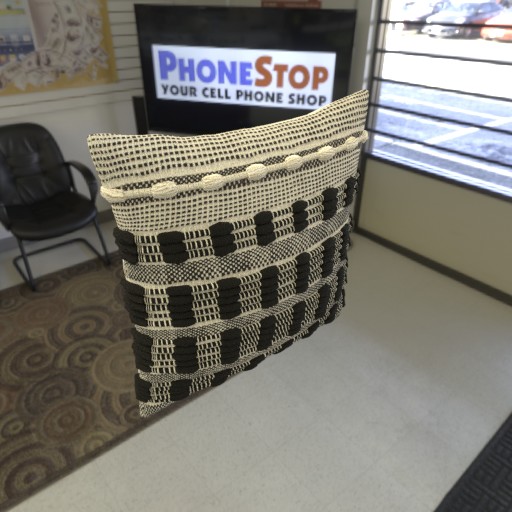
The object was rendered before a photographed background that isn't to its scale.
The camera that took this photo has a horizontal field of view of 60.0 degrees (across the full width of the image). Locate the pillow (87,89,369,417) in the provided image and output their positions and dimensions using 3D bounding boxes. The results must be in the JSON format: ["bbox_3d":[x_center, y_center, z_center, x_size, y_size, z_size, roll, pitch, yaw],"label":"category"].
[{"bbox_3d":[0.000,0.000,0.678,0.436,0.438,0.156,-20,37,-30],"label":"pillow"}]
